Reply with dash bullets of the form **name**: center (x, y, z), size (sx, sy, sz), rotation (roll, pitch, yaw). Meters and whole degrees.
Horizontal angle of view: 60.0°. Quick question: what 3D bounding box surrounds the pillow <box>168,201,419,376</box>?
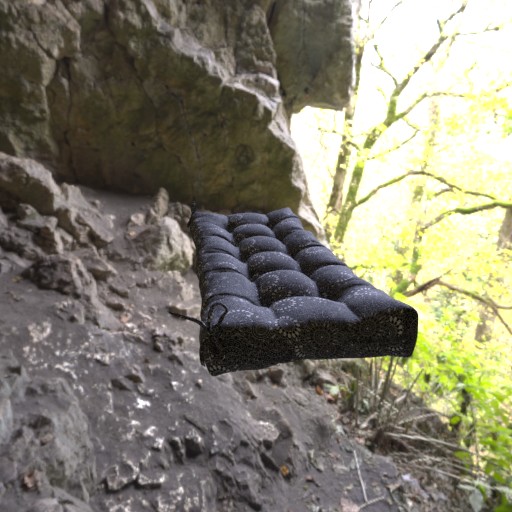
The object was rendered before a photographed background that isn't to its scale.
- **pillow**: center (0.000, 0.000, 1.394), size (0.511, 0.174, 1.194), rotation (-3, 17, -9)
